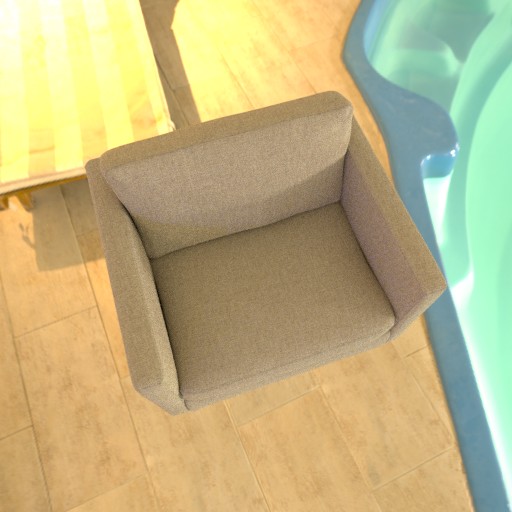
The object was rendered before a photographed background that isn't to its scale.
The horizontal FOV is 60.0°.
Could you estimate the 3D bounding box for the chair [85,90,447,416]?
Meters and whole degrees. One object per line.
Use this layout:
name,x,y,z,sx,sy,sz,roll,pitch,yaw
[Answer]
chair,0.000,0.000,1.842,1.107,0.961,0.959,-17,66,-8
